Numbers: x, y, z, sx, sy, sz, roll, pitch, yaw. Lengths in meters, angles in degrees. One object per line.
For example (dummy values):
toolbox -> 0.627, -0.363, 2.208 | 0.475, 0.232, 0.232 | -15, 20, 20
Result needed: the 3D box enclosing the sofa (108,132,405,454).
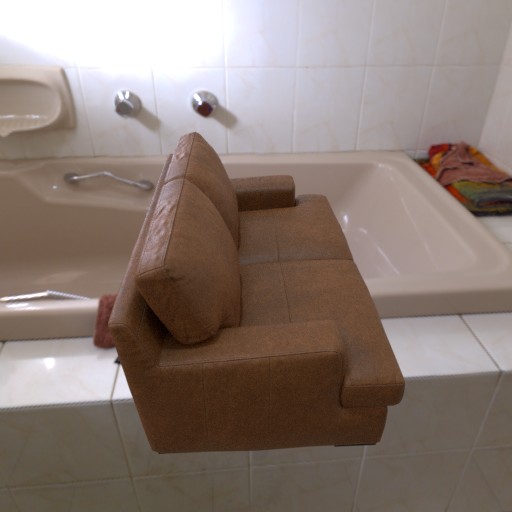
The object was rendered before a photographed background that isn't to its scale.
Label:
sofa -> 0.000, 0.000, 2.482 | 1.144, 0.966, 1.880 | -1, 32, -2
